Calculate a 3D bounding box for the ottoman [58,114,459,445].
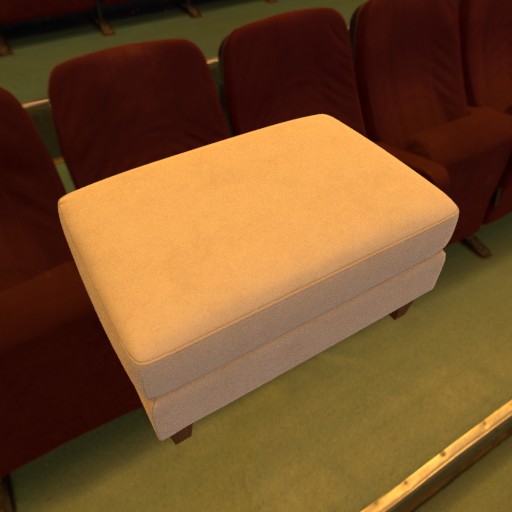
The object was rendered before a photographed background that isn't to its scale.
[{"bbox_3d":[0.000,0.000,1.212,0.864,0.483,0.584,-23,50,-21],"label":"ottoman"}]
